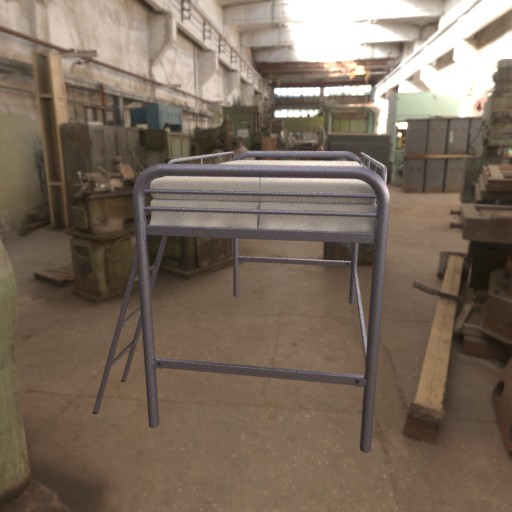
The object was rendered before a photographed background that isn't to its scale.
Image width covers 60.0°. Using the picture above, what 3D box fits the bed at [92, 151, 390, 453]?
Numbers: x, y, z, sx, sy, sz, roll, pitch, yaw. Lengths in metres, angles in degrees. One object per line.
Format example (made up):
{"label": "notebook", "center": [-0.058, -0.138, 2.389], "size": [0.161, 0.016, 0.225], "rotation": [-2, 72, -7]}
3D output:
{"label": "bed", "center": [0.000, 0.000, 2.910], "size": [1.415, 1.288, 1.965], "rotation": [3, 15, 10]}
